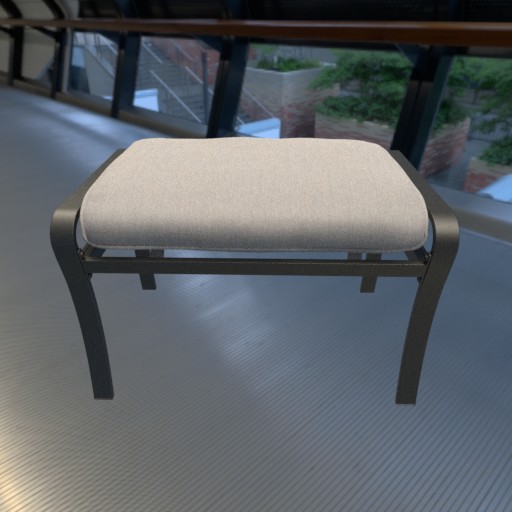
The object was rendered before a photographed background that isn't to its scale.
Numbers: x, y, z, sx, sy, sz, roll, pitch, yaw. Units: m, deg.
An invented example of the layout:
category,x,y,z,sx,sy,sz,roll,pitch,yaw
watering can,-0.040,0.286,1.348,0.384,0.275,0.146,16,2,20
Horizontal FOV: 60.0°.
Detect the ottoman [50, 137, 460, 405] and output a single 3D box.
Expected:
category,x,y,z,sx,sy,sz,roll,pitch,yaw
ottoman,0.000,0.000,0.903,0.610,0.422,0.406,1,30,1
